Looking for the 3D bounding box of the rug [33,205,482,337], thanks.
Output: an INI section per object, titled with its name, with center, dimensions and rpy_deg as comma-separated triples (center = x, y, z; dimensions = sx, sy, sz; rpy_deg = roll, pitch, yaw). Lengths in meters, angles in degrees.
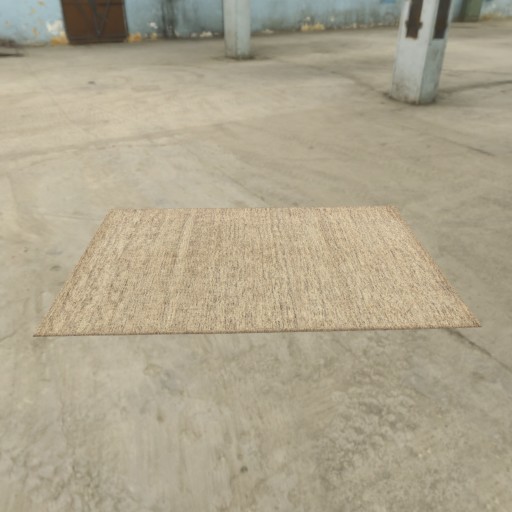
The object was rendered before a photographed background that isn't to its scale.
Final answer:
[rug]
center = 0.000, 0.000, 2.316
dimensions = 1.822, 0.018, 1.211
rpy_deg = -1, 31, -1
